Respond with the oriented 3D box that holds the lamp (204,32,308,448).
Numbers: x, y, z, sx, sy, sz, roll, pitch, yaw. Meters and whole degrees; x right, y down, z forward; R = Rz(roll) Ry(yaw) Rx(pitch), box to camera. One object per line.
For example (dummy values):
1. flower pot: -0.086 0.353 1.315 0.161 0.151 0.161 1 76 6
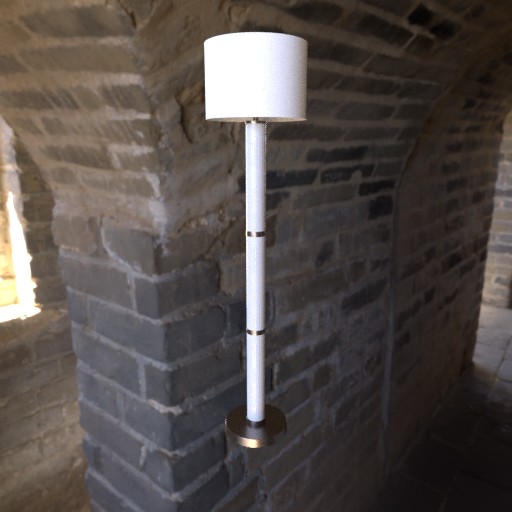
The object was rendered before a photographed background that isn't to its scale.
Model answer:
1. lamp: 0.000 0.000 1.809 0.377 1.599 0.377 -2 14 -10
